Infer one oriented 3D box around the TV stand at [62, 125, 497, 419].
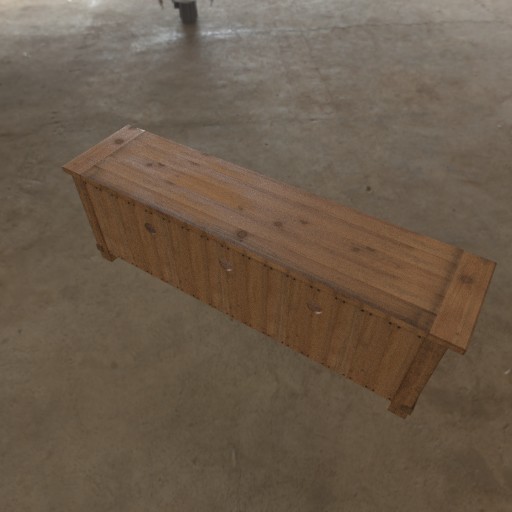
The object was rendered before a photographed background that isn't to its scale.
[{"bbox_3d":[0.000,0.000,2.022,1.804,0.573,0.453,24,51,21],"label":"TV stand"}]
